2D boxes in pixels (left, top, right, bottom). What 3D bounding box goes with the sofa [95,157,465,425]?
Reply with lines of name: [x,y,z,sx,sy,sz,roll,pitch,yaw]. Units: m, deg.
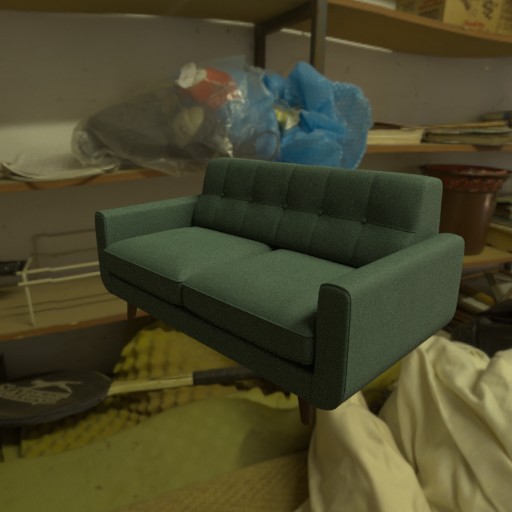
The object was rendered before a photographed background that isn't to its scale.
sofa: [0.000,0.000,2.166,0.909,0.841,1.631,-17,24,-42]
